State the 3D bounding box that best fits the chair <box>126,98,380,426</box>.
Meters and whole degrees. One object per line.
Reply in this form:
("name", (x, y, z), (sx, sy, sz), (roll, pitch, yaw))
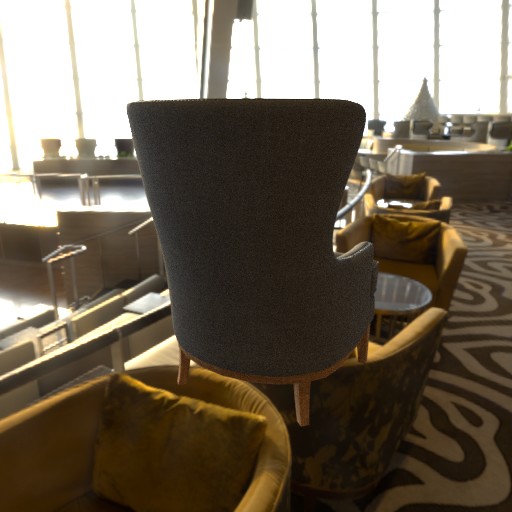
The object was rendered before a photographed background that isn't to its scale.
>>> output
("chair", (0.000, 0.000, 1.790), (0.864, 1.176, 0.883), (9, 20, 27))
